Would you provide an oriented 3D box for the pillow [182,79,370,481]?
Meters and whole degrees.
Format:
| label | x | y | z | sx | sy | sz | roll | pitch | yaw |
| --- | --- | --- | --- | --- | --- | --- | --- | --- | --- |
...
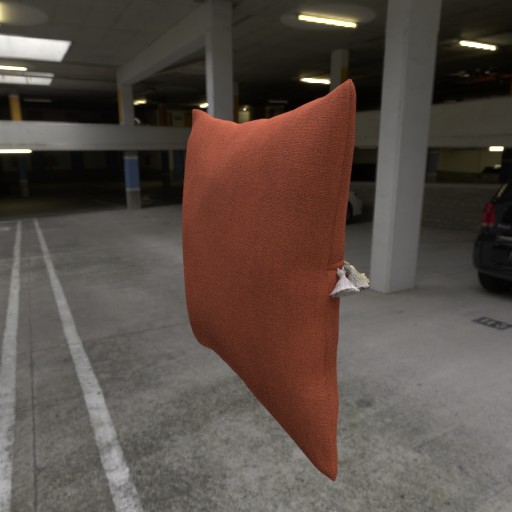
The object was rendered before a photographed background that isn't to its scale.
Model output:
| label | x | y | z | sx | sy | sz | roll | pitch | yaw |
| --- | --- | --- | --- | --- | --- | --- | --- | --- | --- |
| pillow | 0.000 | 0.000 | 0.720 | 0.165 | 0.482 | 0.490 | -7 | 16 | -27 |
